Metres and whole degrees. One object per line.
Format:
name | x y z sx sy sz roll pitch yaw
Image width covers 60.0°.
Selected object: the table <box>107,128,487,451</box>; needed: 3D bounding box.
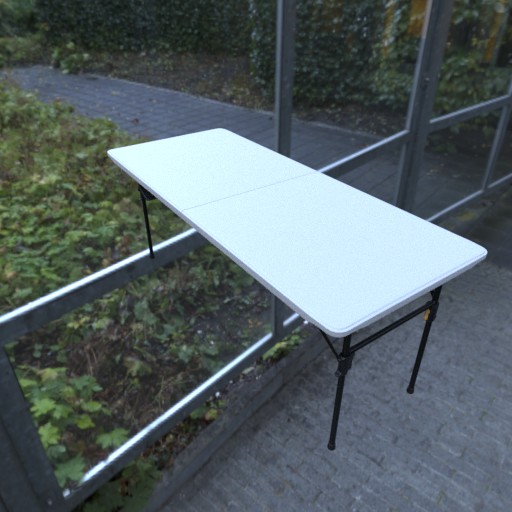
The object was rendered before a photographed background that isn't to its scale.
table | 0.000 0.000 2.202 0.761 0.719 1.829 -21 38 -29
